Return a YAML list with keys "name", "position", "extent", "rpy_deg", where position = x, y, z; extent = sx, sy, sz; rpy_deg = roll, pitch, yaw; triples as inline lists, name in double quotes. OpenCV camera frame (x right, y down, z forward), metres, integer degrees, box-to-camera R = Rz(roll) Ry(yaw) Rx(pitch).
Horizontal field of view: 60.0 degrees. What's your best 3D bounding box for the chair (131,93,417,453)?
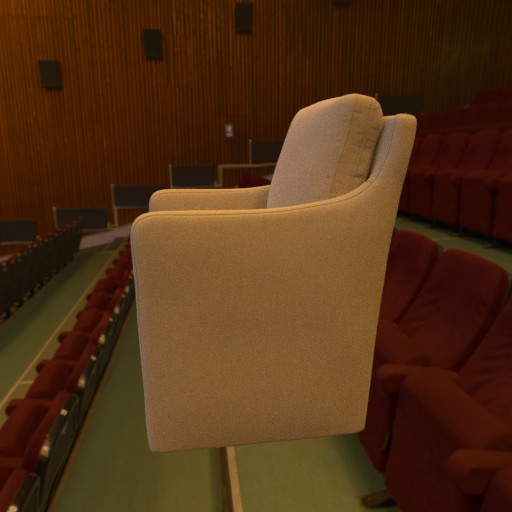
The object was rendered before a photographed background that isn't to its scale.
- name: "chair"
  position: [0.000, 0.000, 1.371]
  extent: [0.694, 0.914, 0.626]
  rpy_deg: [-2, 14, -8]
